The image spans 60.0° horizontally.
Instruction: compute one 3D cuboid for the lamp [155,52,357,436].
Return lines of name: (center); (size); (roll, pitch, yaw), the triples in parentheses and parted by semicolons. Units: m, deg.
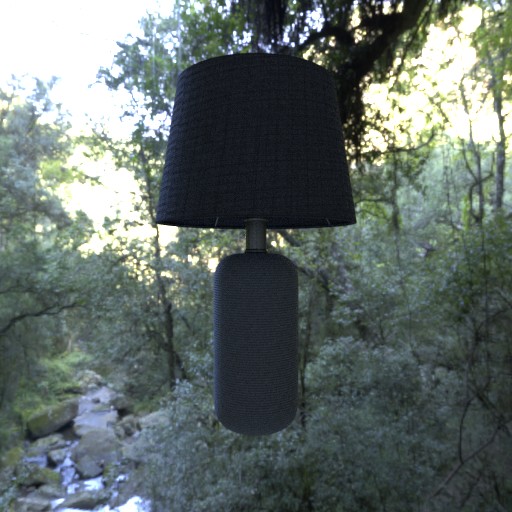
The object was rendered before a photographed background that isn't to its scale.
lamp: (0.000, 0.000, 0.567); (0.251, 0.429, 0.251); (0, 0, 0)
